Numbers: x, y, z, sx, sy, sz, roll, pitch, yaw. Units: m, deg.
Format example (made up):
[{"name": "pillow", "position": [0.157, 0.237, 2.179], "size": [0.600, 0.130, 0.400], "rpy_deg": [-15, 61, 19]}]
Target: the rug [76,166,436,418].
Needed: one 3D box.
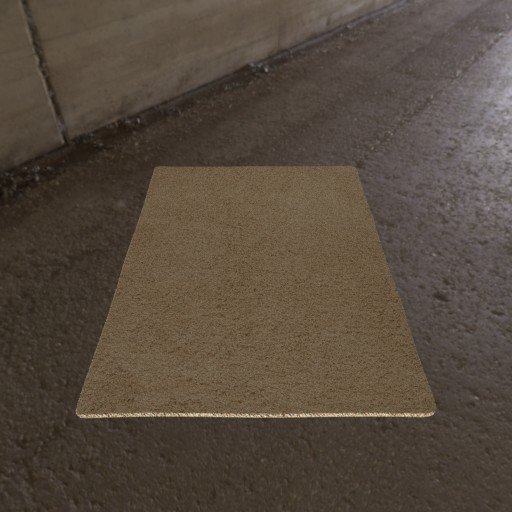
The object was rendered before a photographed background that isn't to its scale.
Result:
[{"name": "rug", "position": [0.000, 0.000, 2.061], "size": [1.199, 0.025, 1.600], "rpy_deg": [0, 41, 0]}]
